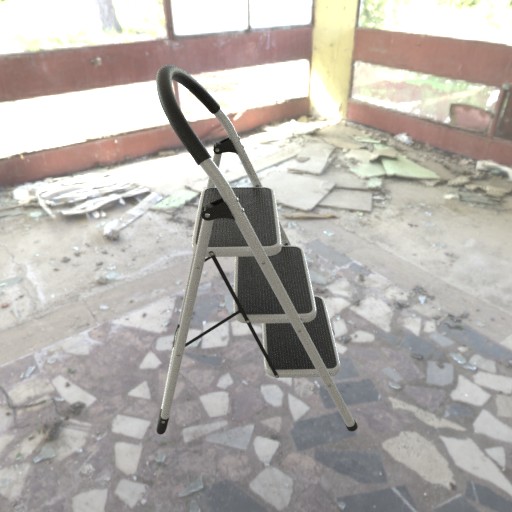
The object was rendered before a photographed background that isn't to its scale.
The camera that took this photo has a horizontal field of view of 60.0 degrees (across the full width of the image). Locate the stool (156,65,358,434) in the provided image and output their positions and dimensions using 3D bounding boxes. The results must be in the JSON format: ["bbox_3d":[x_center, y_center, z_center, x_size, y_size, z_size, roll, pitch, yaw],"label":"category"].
[{"bbox_3d":[0.000,0.000,1.388,0.676,1.109,0.485,-1,33,-1],"label":"stool"}]
